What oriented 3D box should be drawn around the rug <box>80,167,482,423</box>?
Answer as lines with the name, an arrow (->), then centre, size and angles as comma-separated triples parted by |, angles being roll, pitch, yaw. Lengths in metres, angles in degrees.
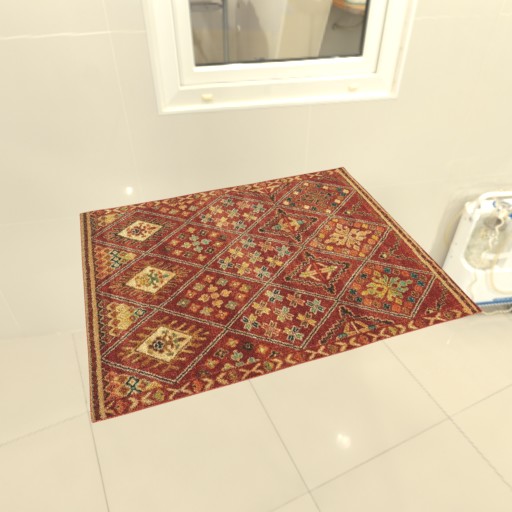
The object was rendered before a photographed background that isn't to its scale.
rug -> 0.000, 0.000, 4.133 | 3.086, 0.030, 2.489 | -12, 42, -14
